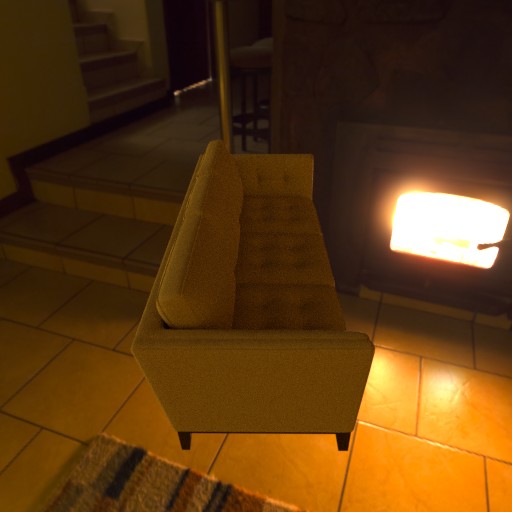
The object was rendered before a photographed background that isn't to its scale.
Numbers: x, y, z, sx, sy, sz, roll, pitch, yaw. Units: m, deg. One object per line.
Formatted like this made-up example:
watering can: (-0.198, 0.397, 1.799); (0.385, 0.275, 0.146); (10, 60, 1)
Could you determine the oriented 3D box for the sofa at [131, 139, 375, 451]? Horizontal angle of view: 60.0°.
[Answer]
sofa: (0.000, 0.000, 2.891); (0.965, 0.940, 2.388); (0, 31, 0)
